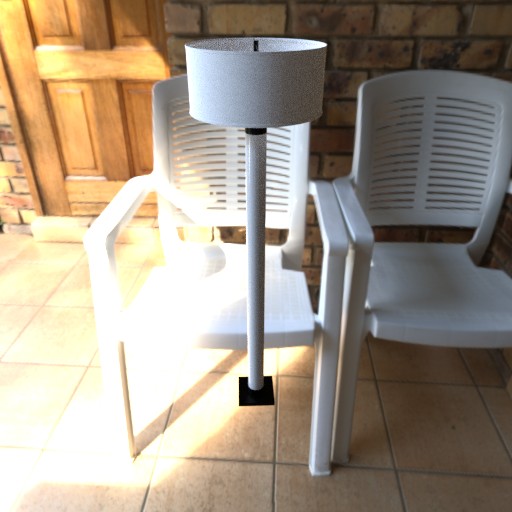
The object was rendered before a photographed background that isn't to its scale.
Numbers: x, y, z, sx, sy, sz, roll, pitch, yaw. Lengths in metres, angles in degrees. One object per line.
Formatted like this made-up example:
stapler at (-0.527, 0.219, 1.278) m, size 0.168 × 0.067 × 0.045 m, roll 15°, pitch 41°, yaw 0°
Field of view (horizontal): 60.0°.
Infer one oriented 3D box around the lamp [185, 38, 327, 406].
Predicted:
lamp at (0.000, 0.000, 1.682) m, size 0.420 × 1.475 × 0.420 m, roll -1°, pitch 31°, yaw -2°
